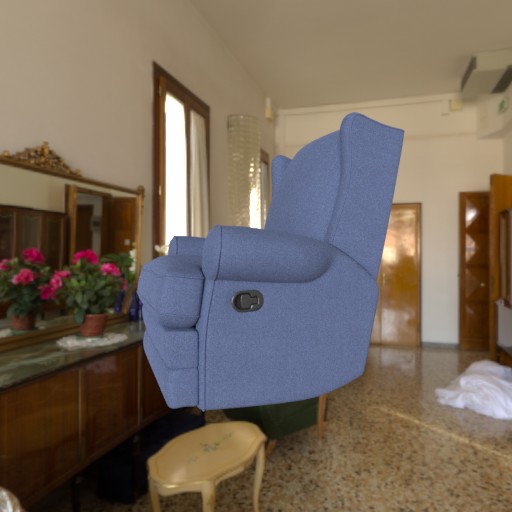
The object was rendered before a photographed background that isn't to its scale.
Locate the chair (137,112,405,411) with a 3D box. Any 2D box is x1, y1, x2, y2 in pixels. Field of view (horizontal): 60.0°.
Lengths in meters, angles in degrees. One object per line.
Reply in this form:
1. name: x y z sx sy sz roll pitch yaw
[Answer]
1. chair: 0.000 0.000 1.778 0.877 1.020 0.971 0 0 -19
